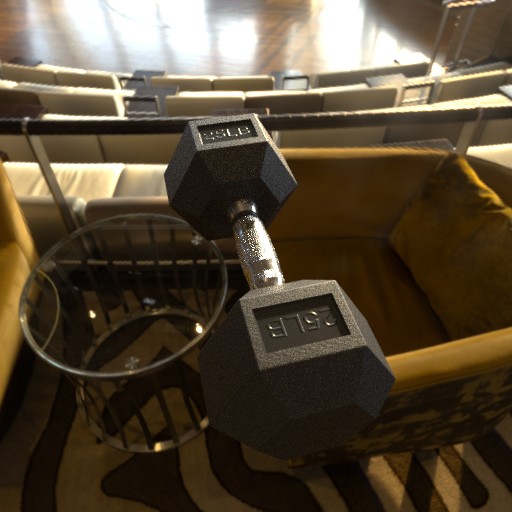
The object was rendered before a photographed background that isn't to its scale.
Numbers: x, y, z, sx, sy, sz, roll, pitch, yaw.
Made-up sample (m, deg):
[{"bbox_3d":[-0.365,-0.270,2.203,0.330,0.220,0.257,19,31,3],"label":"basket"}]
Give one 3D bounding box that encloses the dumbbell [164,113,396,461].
[{"bbox_3d":[0.000,0.000,0.382,0.129,0.113,0.315,-11,48,-10],"label":"dumbbell"}]
